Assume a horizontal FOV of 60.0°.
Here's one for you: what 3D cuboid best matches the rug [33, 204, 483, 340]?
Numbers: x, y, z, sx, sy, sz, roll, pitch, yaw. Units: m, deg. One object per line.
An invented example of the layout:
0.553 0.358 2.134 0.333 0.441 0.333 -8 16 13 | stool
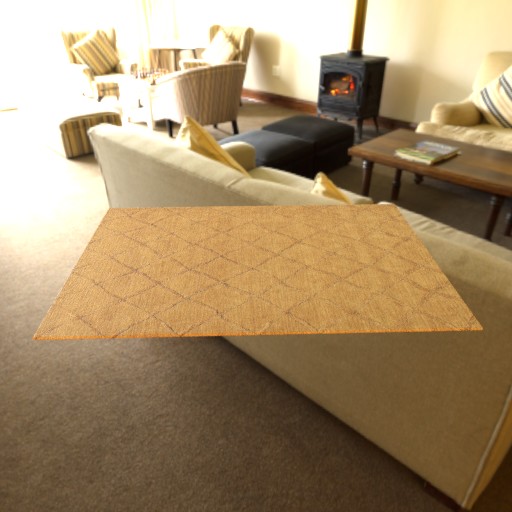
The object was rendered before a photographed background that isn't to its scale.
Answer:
0.000 0.000 2.905 2.292 0.014 1.528 -1 31 -2 | rug
